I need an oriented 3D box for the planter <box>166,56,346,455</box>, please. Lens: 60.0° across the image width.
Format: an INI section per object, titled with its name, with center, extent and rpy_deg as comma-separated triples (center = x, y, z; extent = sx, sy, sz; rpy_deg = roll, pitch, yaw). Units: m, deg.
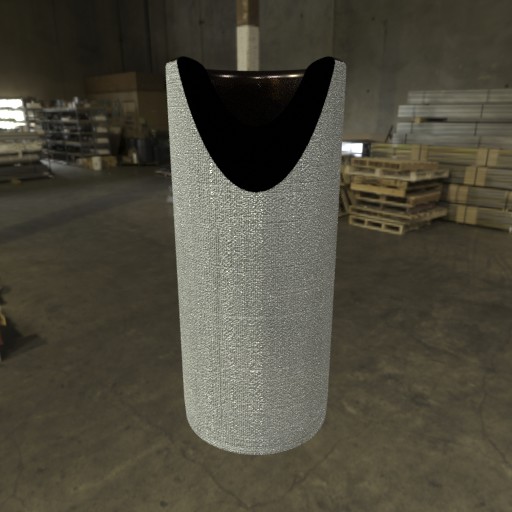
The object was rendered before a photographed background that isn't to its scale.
[planter]
center = 0.000, 0.000, 0.128
extent = 0.045, 0.103, 0.045
rpy_deg = 17, 24, 42
